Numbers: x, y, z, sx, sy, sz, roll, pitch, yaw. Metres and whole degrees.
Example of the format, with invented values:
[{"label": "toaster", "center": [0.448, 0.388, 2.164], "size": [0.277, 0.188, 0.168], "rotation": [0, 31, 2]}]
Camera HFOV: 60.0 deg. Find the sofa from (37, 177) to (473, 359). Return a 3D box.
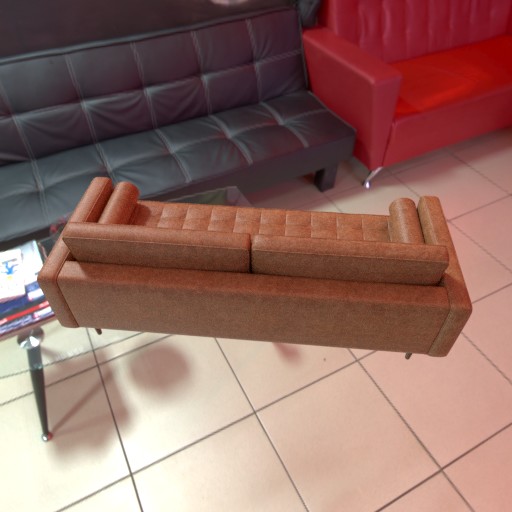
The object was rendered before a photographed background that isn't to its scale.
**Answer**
[{"label": "sofa", "center": [0.000, 0.000, 2.636], "size": [2.200, 0.770, 0.919], "rotation": [4, 47, 4]}]
